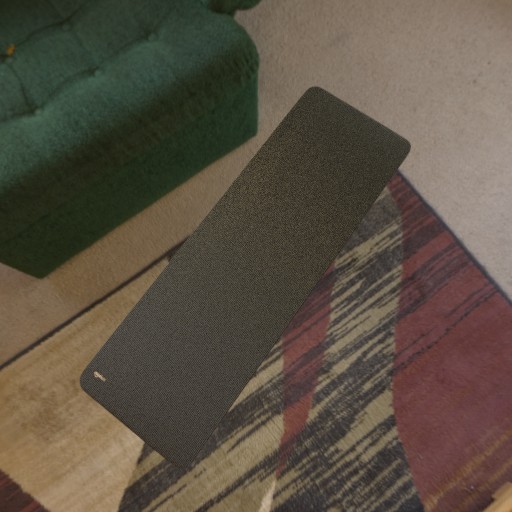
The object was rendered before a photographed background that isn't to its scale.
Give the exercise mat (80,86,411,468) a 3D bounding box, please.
[{"bbox_3d":[0.000,0.000,2.078,0.616,0.021,1.869,35,78,8],"label":"exercise mat"}]
